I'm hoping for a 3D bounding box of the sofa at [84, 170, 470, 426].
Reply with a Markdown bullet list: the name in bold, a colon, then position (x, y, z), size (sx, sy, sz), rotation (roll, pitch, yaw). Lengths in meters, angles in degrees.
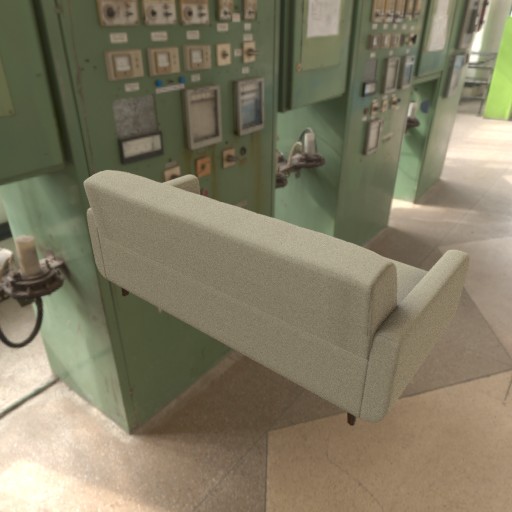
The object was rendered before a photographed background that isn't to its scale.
- **sofa**: position (0.000, 0.000, 2.658), size (2.137, 0.892, 0.980), rotation (21, 35, 33)
